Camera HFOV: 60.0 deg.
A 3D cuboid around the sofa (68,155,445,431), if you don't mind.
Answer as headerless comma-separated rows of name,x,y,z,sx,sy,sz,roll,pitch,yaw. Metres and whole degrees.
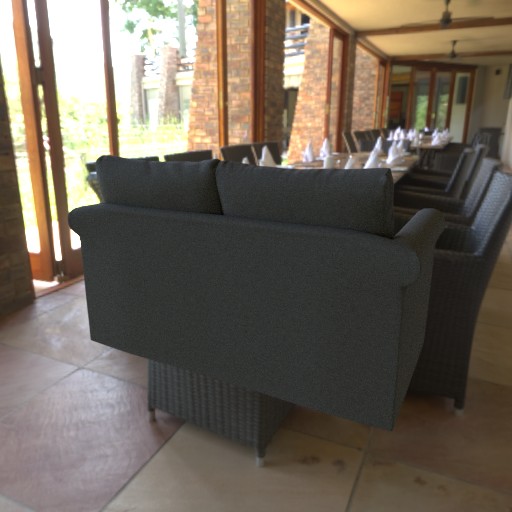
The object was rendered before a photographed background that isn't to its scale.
sofa,0.000,0.000,1.952,1.460,0.872,0.741,9,19,27
